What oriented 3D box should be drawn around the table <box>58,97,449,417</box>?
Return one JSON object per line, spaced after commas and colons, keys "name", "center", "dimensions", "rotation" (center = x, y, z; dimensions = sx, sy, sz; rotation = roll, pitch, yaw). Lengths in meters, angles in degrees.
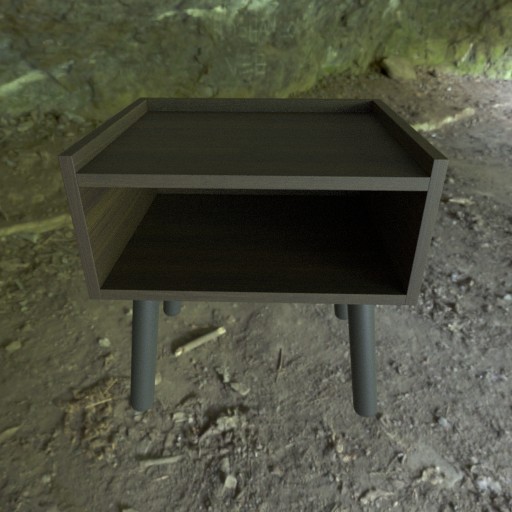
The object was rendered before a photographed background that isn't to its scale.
{"name": "table", "center": [0.000, 0.000, 0.786], "dimensions": [0.450, 0.470, 0.370], "rotation": [1, 30, 2]}
